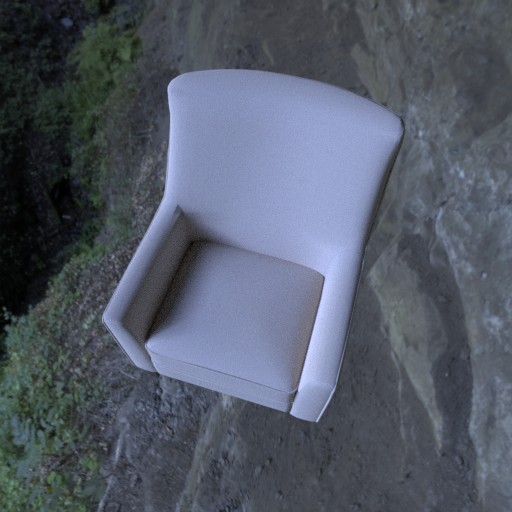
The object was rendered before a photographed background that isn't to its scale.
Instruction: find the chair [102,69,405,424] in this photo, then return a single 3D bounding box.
[{"bbox_3d":[0.000,0.000,1.590,0.756,0.916,0.879,15,59,9],"label":"chair"}]
